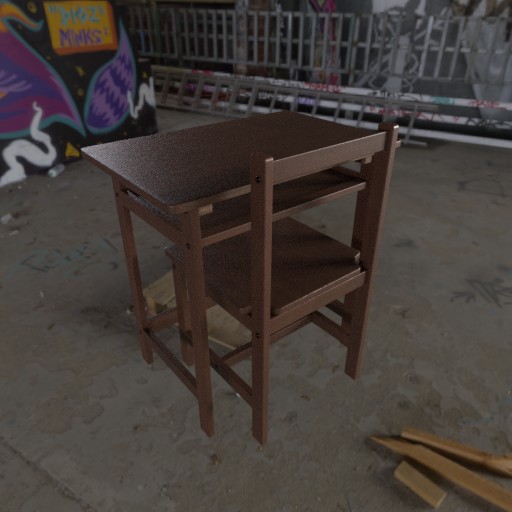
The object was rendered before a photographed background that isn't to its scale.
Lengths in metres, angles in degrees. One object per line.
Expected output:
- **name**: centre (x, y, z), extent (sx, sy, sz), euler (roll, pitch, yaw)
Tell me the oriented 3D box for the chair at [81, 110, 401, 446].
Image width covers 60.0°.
- **chair**: centre (0.000, 0.000, 1.086), extent (0.599, 0.673, 0.463), euler (-22, 37, -33)
